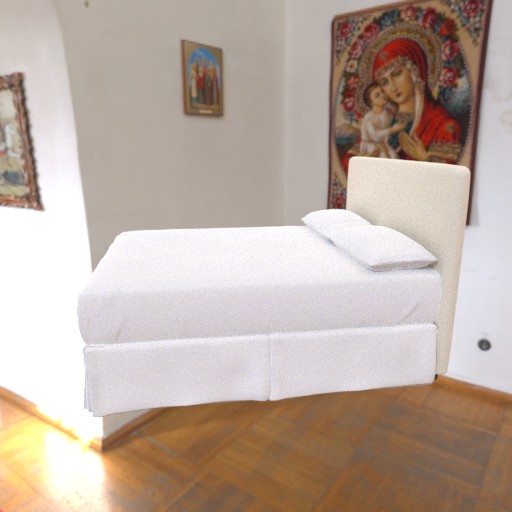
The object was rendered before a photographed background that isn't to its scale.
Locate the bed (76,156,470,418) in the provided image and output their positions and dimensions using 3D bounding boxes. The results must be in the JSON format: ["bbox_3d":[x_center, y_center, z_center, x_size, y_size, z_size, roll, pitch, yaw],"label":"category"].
[{"bbox_3d":[0.000,0.000,3.148,2.147,1.330,1.714,-2,15,-8],"label":"bed"}]
